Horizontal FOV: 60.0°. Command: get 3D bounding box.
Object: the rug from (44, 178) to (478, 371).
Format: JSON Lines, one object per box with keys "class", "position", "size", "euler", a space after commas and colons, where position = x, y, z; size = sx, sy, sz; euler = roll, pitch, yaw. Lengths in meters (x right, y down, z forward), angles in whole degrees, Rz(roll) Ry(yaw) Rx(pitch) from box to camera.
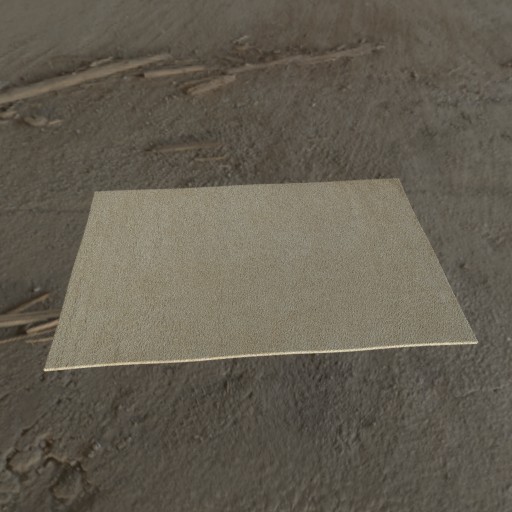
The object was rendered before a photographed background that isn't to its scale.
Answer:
{"class": "rug", "position": [0.000, 0.000, 2.906], "size": [2.346, 0.025, 1.500], "euler": [-3, 47, -3]}
